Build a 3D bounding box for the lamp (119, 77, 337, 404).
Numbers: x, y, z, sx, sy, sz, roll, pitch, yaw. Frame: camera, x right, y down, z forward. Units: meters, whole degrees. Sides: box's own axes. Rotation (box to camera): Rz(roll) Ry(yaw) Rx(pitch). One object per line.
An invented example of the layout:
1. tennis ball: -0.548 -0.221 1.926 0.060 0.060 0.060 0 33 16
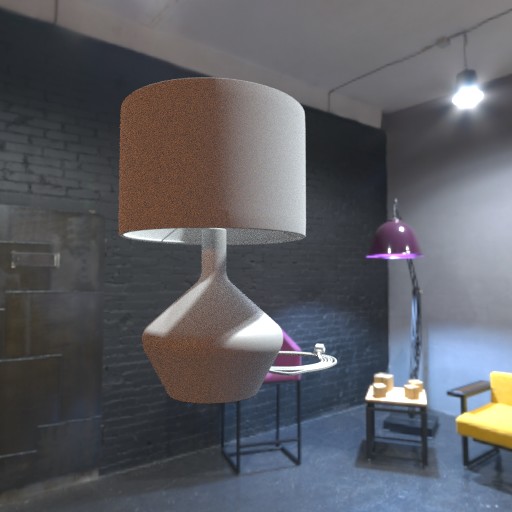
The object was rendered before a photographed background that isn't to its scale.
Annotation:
1. lamp: 0.000 0.000 0.848 0.546 0.457 0.401 2 -4 -36
